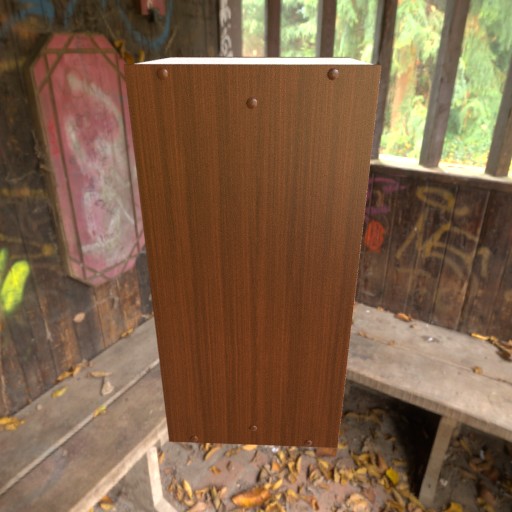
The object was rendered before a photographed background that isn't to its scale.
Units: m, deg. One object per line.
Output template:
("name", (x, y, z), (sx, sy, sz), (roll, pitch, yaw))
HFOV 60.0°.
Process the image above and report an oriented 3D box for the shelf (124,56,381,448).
("shelf", (0.000, 0.000, 0.742), (0.290, 0.600, 0.253), (1, 26, 2))
